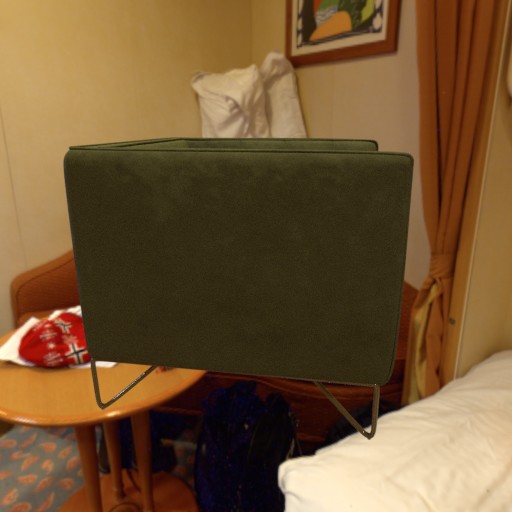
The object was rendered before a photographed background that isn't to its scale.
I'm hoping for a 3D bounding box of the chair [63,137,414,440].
[{"bbox_3d":[0.000,0.000,1.572,0.894,0.790,0.880,3,17,9],"label":"chair"}]
